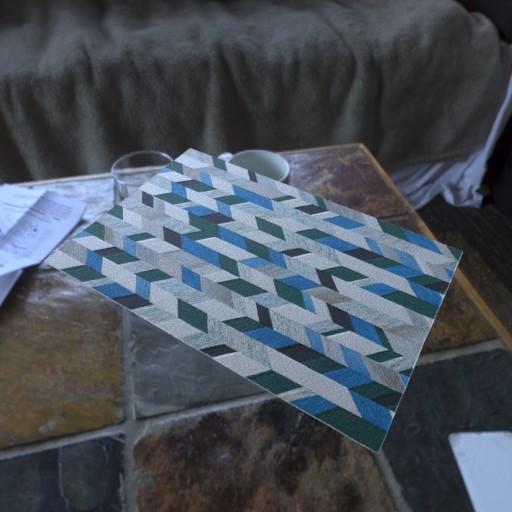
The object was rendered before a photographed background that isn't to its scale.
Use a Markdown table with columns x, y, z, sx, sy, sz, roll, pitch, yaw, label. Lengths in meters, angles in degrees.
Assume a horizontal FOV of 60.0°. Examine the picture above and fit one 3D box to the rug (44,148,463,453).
| x | y | z | sx | sy | sz | roll | pitch | yaw | label |
| --- | --- | --- | --- | --- | --- | --- | --- | --- | --- |
| 0.000 | 0.000 | 2.314 | 1.827 | 0.005 | 1.229 | 25 | 51 | 21 | rug |
